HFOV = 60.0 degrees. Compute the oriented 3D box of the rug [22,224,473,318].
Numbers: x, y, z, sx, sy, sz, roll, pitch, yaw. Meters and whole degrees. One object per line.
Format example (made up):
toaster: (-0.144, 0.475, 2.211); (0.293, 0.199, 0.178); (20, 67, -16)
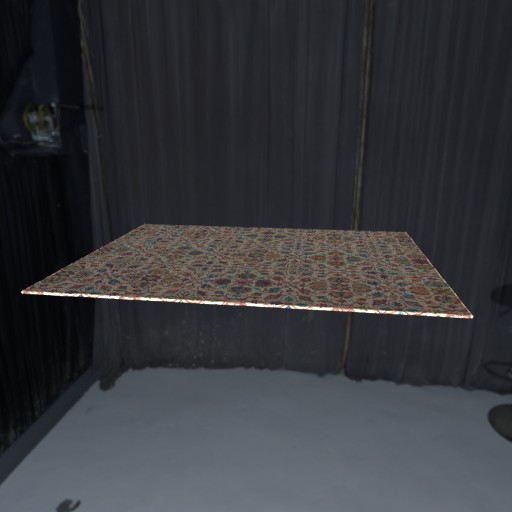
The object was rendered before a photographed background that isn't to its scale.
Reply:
rug: (0.000, 0.000, 4.264); (3.215, 0.020, 2.446); (2, 16, 8)
